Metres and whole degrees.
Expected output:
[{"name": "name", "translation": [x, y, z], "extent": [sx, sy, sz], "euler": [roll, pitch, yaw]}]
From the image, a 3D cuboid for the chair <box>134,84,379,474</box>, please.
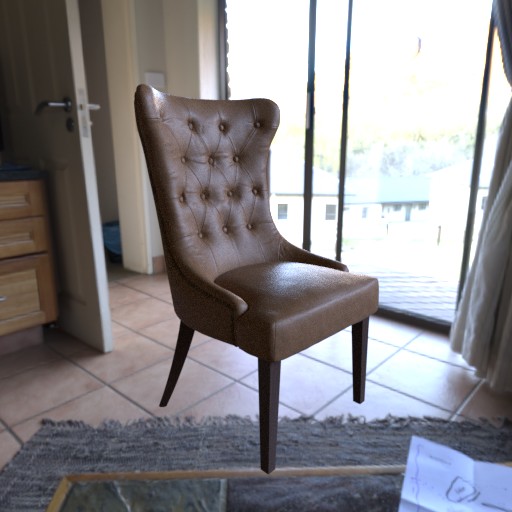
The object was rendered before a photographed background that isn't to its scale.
[{"name": "chair", "translation": [0.000, 0.000, 1.474], "extent": [0.669, 1.065, 0.611], "euler": [13, 19, 42]}]
